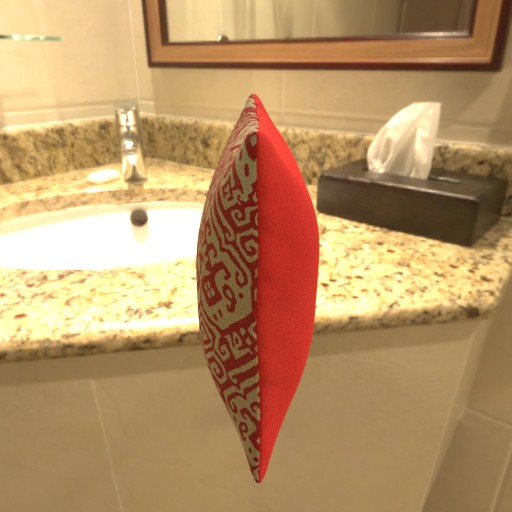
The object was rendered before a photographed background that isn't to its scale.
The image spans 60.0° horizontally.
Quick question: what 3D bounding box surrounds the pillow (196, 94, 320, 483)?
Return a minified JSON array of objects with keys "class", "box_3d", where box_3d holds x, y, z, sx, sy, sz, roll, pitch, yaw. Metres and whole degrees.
[{"class":"pillow","box_3d":[0.000,0.000,0.782,0.192,0.507,0.522,0,24,-1]}]
